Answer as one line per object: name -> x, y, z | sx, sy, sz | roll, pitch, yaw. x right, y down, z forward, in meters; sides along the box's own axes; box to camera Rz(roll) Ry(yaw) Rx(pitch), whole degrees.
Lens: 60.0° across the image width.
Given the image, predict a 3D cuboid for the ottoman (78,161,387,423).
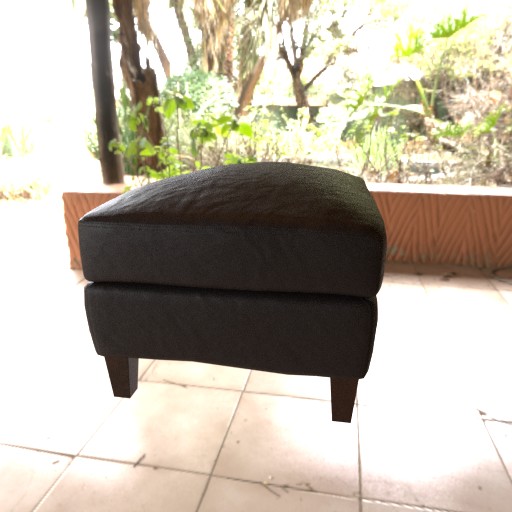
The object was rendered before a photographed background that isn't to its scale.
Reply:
ottoman -> 0.000, 0.000, 1.318 | 0.659, 0.529, 0.887 | 3, 17, 9
